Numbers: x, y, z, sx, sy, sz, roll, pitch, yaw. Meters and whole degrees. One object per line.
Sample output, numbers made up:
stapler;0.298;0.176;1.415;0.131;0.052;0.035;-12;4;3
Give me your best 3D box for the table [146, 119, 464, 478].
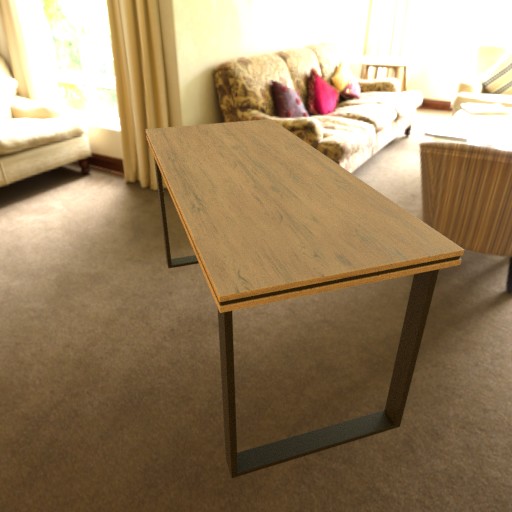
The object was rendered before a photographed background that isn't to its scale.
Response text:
table;0.000;0.000;2.243;0.795;0.899;1.778;-10;32;-16
